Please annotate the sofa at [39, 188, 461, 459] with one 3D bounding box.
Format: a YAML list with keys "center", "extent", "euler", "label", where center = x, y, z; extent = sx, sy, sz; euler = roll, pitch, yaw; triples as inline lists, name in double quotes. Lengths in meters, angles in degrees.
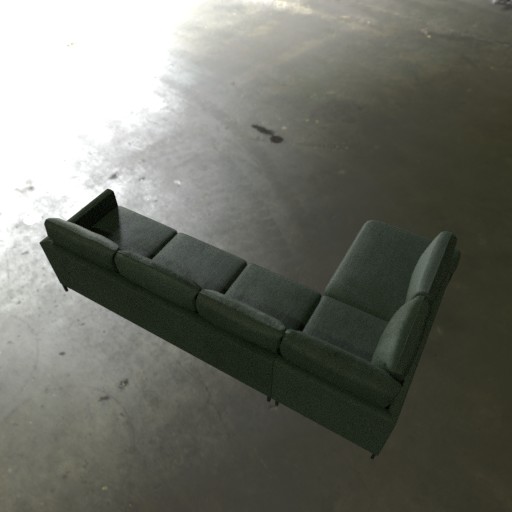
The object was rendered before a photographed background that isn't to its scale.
- center: [0.000, 0.000, 4.229]
  extent: [3.384, 0.996, 2.048]
  euler: [23, 52, 20]
  label: "sofa"
